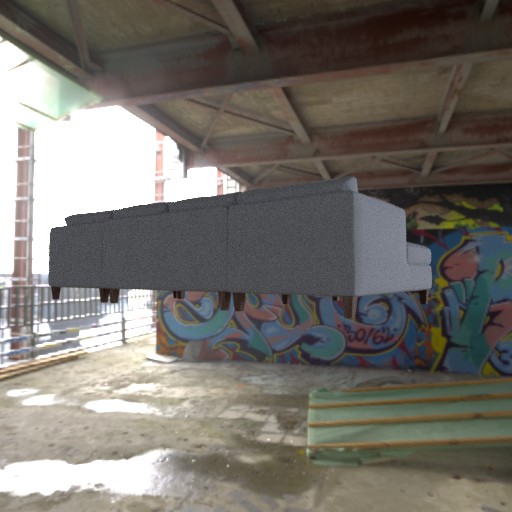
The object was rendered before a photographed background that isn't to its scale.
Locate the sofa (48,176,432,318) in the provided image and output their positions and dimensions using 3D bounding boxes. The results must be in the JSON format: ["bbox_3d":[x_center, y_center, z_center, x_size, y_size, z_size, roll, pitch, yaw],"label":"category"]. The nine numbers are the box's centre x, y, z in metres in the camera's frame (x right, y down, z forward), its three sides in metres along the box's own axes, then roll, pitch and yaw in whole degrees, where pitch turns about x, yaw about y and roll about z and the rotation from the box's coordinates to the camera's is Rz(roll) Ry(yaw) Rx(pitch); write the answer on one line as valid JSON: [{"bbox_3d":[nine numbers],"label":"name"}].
[{"bbox_3d":[0.000,0.000,4.388,3.238,0.853,2.551,-2,-3,36],"label":"sofa"}]
